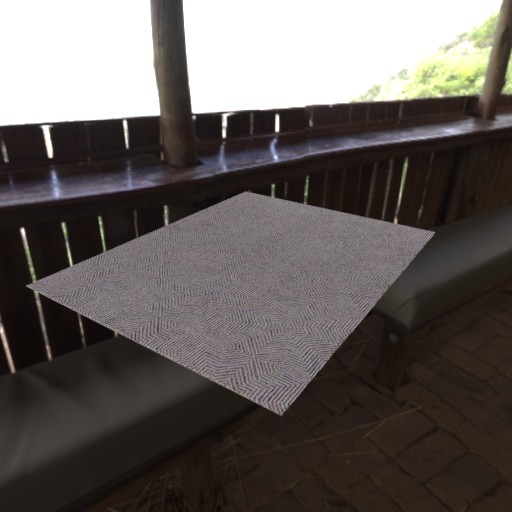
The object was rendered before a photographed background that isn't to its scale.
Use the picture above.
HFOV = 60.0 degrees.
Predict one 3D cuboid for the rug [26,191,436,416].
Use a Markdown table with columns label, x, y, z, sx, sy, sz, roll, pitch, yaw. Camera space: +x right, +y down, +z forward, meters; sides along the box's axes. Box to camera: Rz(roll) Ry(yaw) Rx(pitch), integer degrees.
| label | x | y | z | sx | sy | sz | roll | pitch | yaw |
| --- | --- | --- | --- | --- | --- | --- | --- | --- | --- |
| rug | 0.000 | 0.000 | 4.106 | 2.442 | 0.008 | 3.046 | 17 | 30 | 31 |
